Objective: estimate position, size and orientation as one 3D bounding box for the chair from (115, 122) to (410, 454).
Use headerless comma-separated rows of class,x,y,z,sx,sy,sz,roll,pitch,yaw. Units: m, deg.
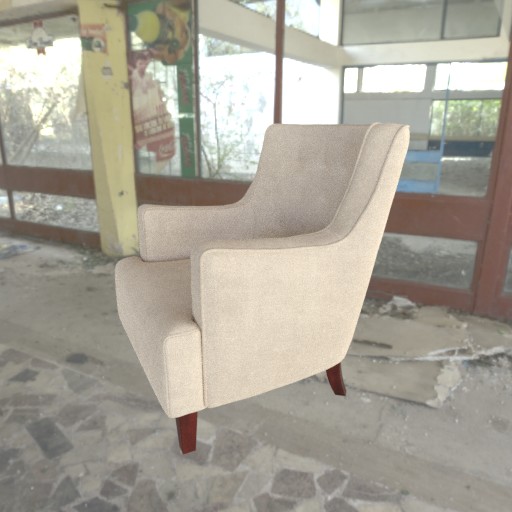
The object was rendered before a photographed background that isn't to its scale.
chair,0.000,0.000,1.597,0.910,0.920,0.781,-8,18,-25
